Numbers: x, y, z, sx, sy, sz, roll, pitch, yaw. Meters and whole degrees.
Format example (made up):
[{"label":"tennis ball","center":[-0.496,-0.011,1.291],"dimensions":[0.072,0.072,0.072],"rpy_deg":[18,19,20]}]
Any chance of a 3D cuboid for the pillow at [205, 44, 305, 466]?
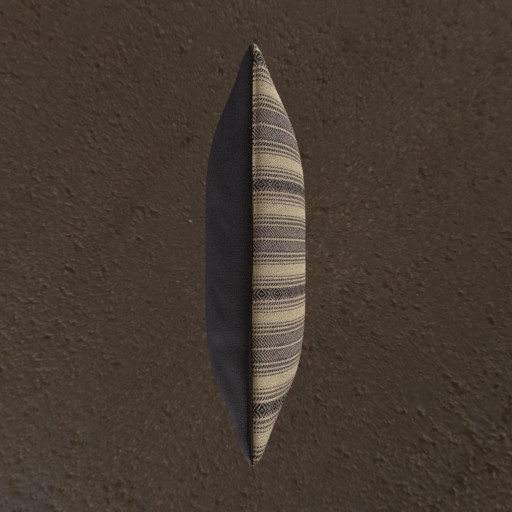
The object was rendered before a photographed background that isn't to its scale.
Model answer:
[{"label":"pillow","center":[0.000,0.000,0.792],"dimensions":[0.166,0.508,0.520],"rpy_deg":[0,90,0]}]
